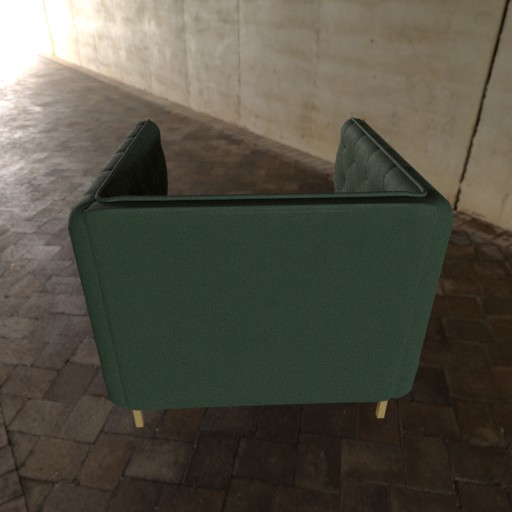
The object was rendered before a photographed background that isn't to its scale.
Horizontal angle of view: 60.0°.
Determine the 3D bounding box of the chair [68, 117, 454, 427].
[{"bbox_3d":[0.000,0.000,1.518,0.917,0.768,0.855,-1,30,-2],"label":"chair"}]
